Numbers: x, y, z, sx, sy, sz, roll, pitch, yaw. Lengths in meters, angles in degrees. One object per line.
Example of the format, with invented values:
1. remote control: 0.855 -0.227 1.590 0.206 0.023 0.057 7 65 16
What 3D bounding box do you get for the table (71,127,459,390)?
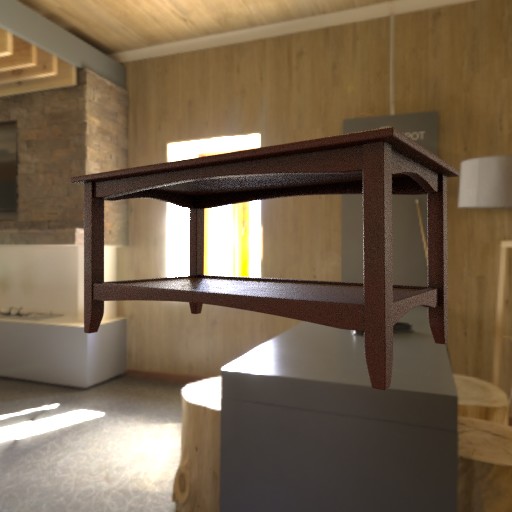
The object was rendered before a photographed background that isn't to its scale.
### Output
1. table: 0.000 0.000 1.235 0.943 0.456 0.533 1 2 35
